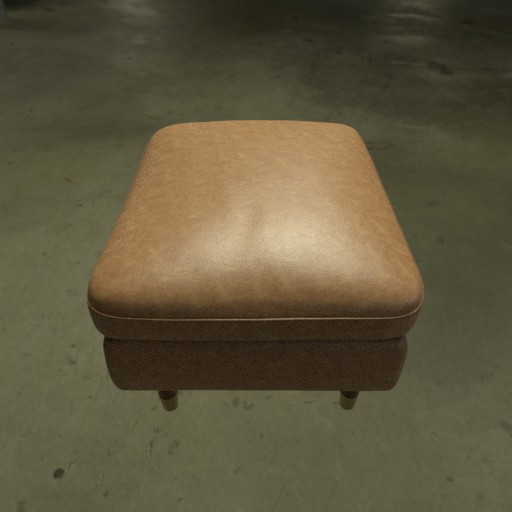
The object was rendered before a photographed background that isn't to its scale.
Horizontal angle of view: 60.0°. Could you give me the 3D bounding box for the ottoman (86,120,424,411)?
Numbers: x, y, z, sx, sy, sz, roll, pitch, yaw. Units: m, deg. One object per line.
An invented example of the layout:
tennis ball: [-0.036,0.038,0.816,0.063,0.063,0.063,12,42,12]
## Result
ottoman: [0.000,0.000,1.102,0.593,0.478,0.747,0,39,0]
